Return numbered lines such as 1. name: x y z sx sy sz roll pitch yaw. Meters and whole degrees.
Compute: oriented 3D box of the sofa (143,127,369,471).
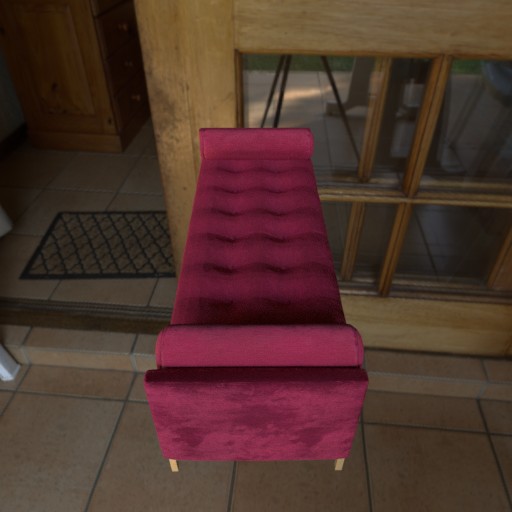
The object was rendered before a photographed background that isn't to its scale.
1. sofa: 0.000 0.000 2.478 0.796 0.705 2.102 0 40 0
